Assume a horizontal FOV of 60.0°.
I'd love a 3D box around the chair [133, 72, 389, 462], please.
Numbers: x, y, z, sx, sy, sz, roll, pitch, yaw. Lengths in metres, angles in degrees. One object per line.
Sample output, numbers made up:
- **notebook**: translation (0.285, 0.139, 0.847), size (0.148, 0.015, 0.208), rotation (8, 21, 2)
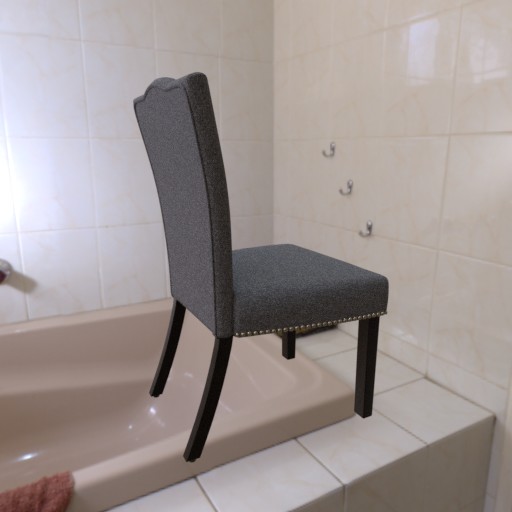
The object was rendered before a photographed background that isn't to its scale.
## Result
- **chair**: translation (0.000, 0.000, 1.302), size (0.589, 0.946, 0.518), rotation (-7, 15, -27)
